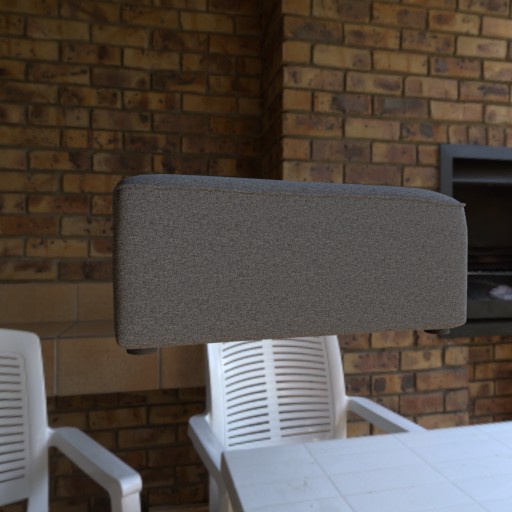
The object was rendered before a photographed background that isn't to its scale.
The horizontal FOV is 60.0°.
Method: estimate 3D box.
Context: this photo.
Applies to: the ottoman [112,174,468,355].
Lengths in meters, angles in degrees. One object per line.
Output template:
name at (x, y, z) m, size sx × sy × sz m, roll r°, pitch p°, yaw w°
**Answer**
ottoman at (0.000, 0.000, 1.631) m, size 1.005 × 0.464 × 1.015 m, roll 0°, pitch 0°, yaw -18°
